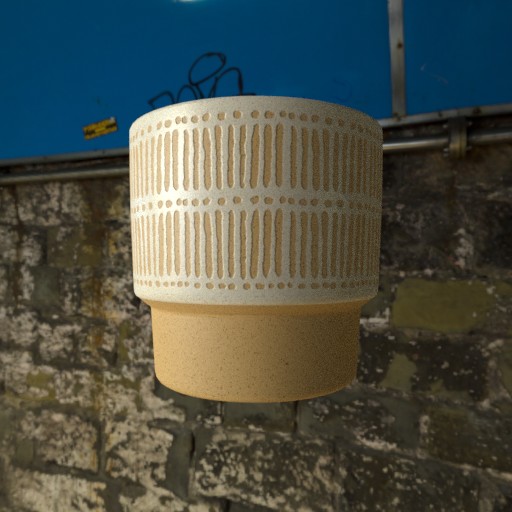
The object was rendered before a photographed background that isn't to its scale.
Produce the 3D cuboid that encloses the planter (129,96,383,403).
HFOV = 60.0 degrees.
[{"bbox_3d":[0.000,0.000,0.575,0.317,0.303,0.317,0,0,0],"label":"planter"}]
